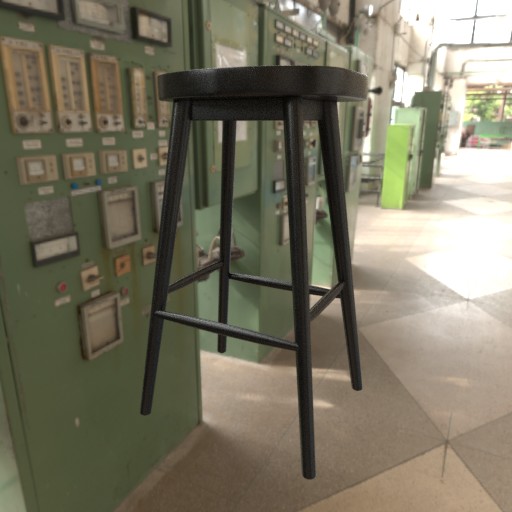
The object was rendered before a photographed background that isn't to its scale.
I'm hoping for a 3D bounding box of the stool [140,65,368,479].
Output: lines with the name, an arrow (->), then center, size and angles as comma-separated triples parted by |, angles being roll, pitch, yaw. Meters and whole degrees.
stool -> 0.000, 0.000, 0.991 | 0.440, 0.749, 0.361 | 9, 19, 27
